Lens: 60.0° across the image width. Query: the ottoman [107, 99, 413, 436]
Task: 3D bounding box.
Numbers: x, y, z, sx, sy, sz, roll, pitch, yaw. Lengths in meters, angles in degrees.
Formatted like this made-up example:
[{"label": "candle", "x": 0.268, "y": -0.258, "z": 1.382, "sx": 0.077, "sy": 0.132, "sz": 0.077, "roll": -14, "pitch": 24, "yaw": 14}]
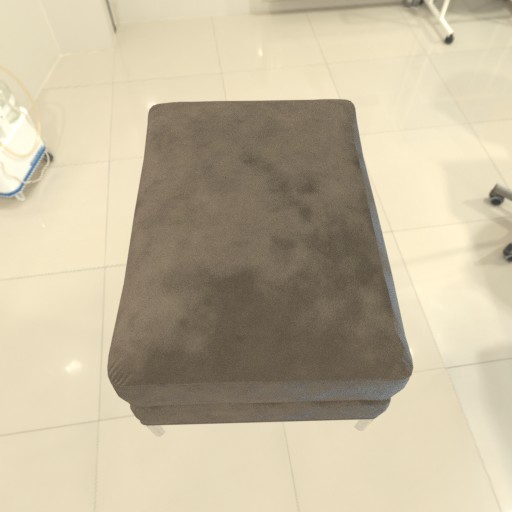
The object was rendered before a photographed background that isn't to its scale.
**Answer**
[{"label": "ottoman", "x": 0.000, "y": 0.000, "z": 1.051, "sx": 0.520, "sy": 0.456, "sz": 0.719, "roll": -1, "pitch": 57, "yaw": -1}]
